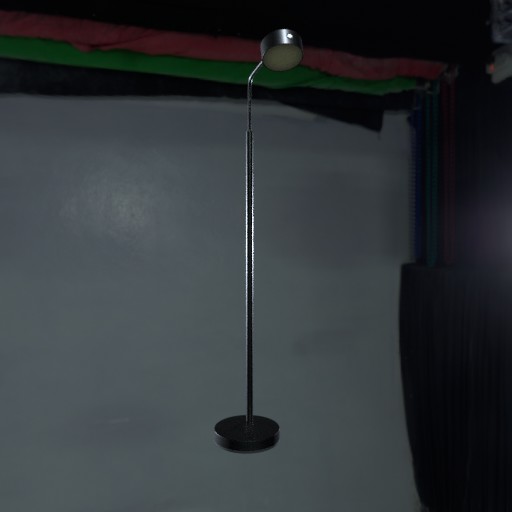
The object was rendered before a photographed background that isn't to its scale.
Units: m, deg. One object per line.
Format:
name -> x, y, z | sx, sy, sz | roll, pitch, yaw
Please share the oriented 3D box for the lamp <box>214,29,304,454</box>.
lamp -> 0.000, 0.000, 1.382 | 0.219, 1.230, 0.418 | 0, 1, -18
